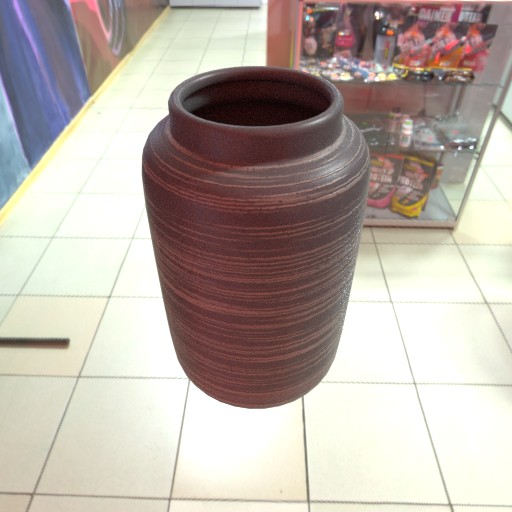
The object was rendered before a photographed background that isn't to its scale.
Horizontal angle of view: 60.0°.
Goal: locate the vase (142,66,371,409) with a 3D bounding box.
[{"bbox_3d":[0.000,0.000,0.676,0.297,0.499,0.297,0,40,0],"label":"vase"}]
